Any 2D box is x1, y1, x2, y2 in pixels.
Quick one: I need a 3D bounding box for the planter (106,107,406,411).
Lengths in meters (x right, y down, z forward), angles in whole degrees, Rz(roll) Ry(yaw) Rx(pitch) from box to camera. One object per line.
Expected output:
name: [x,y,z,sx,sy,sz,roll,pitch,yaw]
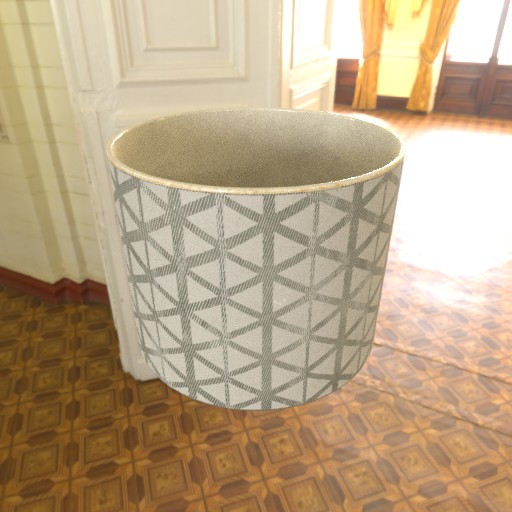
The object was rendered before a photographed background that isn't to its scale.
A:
planter: [0.000,0.000,0.444,0.250,0.239,0.250,0,30,0]
